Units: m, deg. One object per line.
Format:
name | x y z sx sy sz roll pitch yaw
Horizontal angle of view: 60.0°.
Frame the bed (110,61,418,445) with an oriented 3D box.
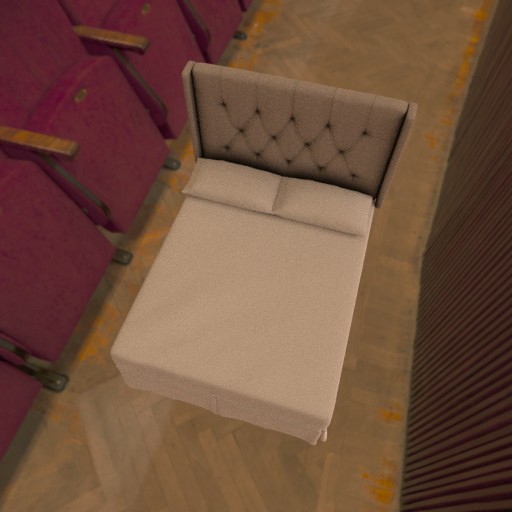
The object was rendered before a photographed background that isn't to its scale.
bed | 0.000 0.000 3.355 1.719 1.665 2.066 14 59 9
